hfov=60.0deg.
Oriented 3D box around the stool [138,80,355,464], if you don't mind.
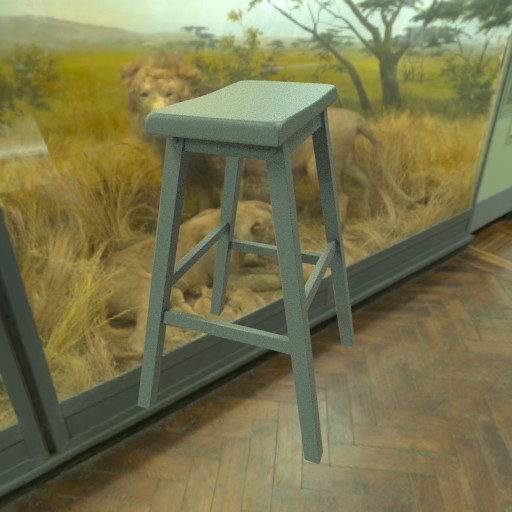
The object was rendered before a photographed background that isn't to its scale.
[{"bbox_3d":[0.000,0.000,1.073,0.476,0.737,0.457,10,31,18],"label":"stool"}]
